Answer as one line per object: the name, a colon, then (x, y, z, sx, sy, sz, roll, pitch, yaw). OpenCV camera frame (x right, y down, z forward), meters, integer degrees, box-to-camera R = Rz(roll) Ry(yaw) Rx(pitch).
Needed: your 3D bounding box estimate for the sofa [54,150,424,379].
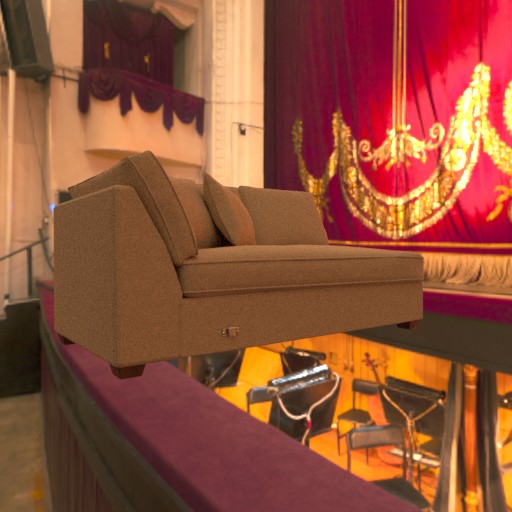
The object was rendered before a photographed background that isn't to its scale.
sofa: (0.000, 0.000, 2.898, 2.237, 1.033, 1.110, -1, 1, -37)
